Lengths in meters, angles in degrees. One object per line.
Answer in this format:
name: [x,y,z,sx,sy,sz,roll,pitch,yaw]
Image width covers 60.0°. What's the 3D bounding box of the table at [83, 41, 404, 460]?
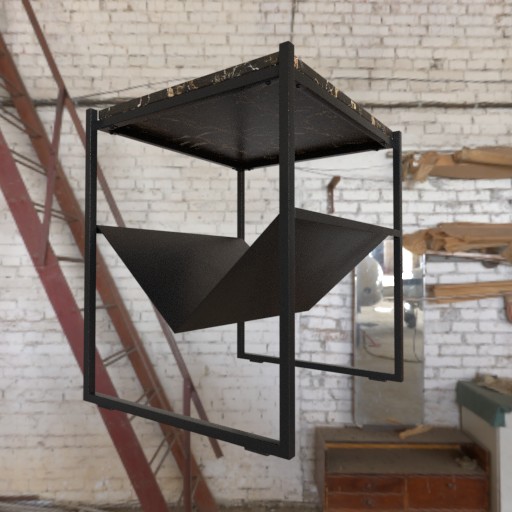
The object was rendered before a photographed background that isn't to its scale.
table: [0.000,0.000,0.871,0.432,0.534,0.469,-1,-2,35]
